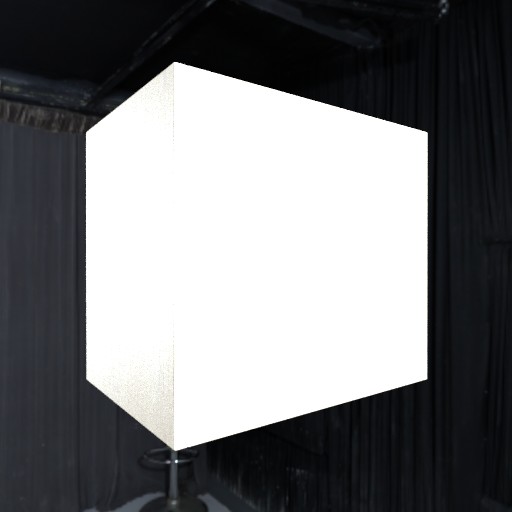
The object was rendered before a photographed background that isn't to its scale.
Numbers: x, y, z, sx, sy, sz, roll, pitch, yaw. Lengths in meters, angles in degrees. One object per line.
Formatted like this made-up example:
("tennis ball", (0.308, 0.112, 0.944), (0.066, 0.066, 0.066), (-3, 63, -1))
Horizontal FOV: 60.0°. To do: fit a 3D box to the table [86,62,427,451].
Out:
("table", (0.000, 0.000, 0.917), (0.570, 0.510, 0.420), (0, 0, -36))
